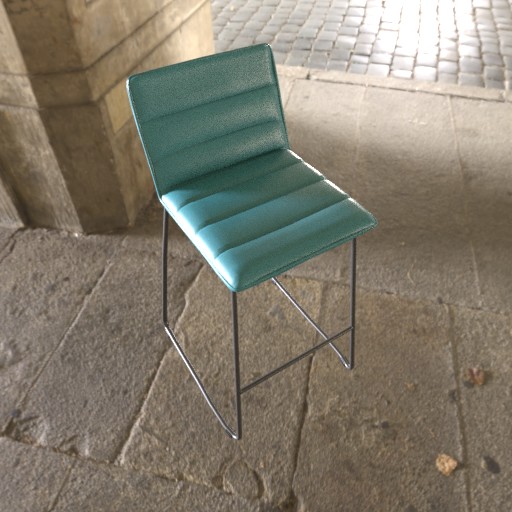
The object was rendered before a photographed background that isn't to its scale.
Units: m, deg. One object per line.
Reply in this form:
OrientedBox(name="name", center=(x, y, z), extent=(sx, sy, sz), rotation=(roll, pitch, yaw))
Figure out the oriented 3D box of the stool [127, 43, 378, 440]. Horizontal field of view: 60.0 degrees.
OrientedBox(name="stool", center=(0.000, 0.000, 1.241), extent=(0.489, 0.936, 0.524), rotation=(-24, 51, -22))
